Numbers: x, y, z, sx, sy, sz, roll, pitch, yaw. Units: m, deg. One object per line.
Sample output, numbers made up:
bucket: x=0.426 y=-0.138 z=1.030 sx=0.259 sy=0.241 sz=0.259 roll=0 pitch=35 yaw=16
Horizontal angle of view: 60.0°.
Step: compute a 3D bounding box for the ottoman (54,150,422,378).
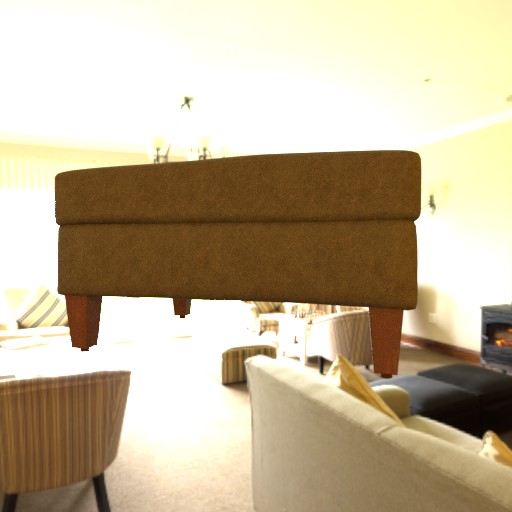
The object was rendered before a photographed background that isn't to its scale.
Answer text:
ottoman: x=0.000 y=0.000 z=1.233 sx=0.839 sy=0.464 sz=0.639 roll=0 pitch=1 yaw=17
